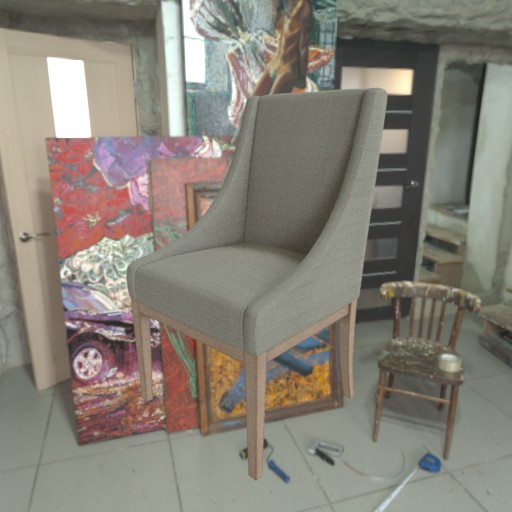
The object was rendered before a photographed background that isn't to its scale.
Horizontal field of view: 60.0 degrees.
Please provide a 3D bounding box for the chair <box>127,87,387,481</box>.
[{"bbox_3d":[0.000,0.000,1.423,0.575,1.021,0.611,15,21,41],"label":"chair"}]
